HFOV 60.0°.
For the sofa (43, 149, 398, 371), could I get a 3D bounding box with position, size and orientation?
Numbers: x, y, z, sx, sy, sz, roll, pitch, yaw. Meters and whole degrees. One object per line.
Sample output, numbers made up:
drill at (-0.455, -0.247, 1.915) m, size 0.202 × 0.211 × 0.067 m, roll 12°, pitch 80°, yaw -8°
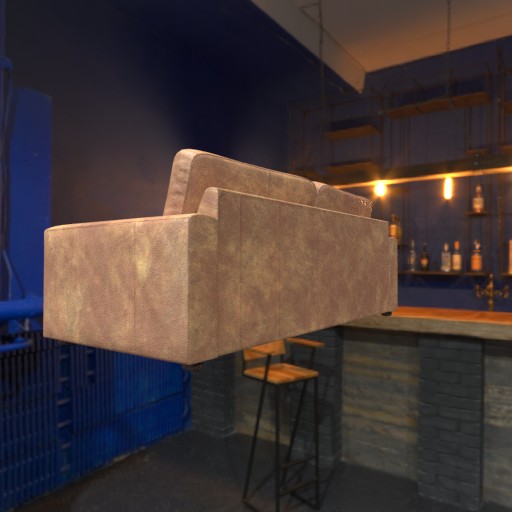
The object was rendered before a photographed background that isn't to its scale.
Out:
sofa at (0.000, 0.000, 2.718) m, size 1.016 × 0.873 × 2.179 m, roll 0°, pitch -1°, yaw 36°
